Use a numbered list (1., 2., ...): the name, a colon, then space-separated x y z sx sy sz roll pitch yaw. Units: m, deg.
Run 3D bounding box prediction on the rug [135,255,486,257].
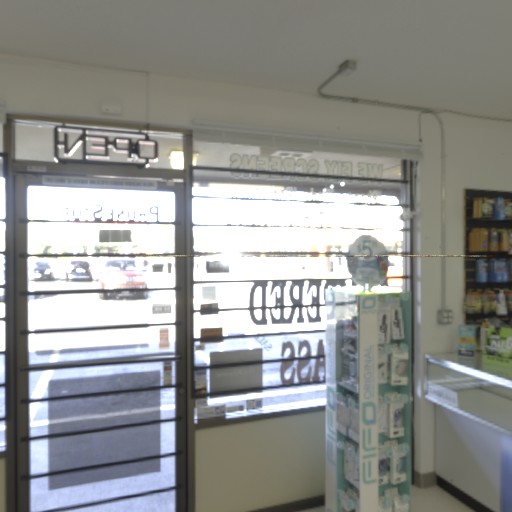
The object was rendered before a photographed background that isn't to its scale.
1. rug: 0.000 0.000 2.956 1.524 0.008 2.438 0 0 -18
